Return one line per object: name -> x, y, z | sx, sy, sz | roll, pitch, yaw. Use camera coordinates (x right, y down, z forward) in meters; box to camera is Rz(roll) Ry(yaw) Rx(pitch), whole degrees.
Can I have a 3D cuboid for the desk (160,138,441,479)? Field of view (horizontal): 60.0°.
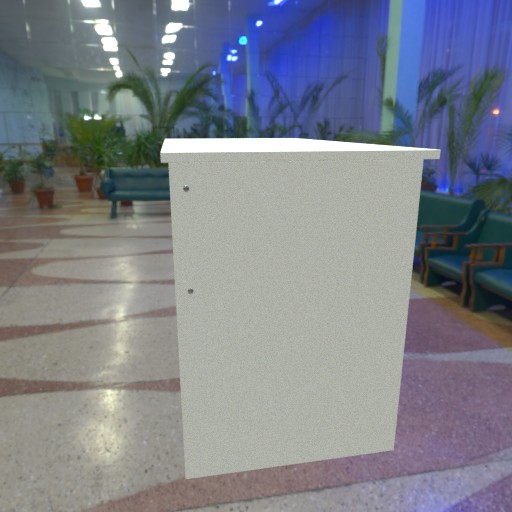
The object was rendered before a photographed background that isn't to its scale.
desk -> 0.000, 0.000, 1.471 | 0.560, 0.730, 1.096 | -3, 16, -10
